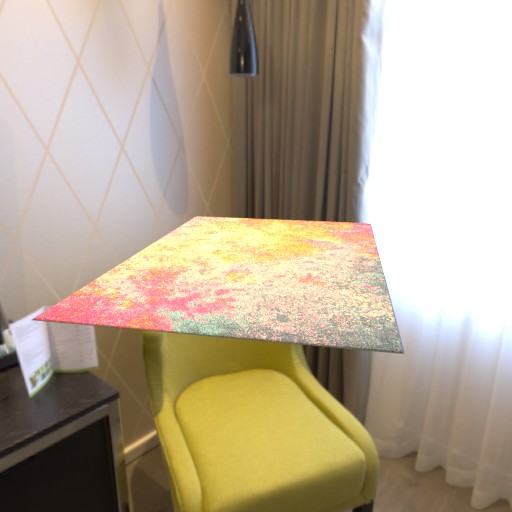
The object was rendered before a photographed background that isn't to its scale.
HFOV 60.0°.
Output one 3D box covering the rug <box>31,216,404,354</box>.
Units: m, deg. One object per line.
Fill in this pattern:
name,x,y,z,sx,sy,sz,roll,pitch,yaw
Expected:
rug,0.000,0.000,3.656,2.007,0.013,2.896,3,17,10
